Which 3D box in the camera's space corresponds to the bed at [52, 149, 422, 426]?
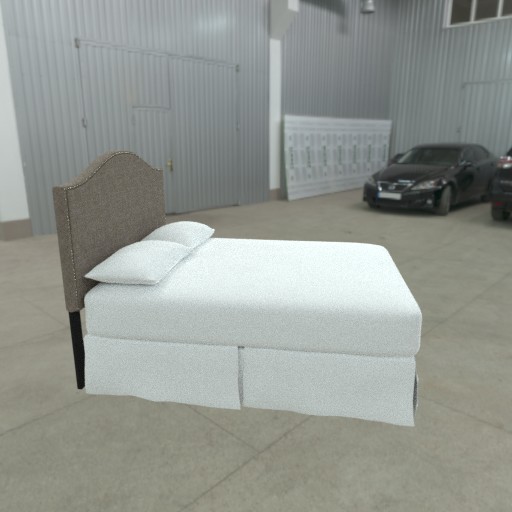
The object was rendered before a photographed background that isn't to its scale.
[{"bbox_3d":[0.000,0.000,3.272,2.153,1.518,1.713,2,15,8],"label":"bed"}]
